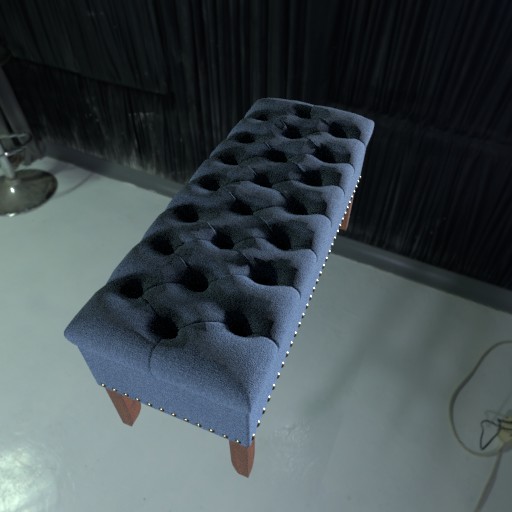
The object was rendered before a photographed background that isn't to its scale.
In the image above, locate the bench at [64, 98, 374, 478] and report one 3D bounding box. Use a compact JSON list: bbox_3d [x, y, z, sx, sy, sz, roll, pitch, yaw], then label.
[{"bbox_3d":[0.000,0.000,1.312,0.417,0.492,1.052,17,49,15],"label":"bench"}]
